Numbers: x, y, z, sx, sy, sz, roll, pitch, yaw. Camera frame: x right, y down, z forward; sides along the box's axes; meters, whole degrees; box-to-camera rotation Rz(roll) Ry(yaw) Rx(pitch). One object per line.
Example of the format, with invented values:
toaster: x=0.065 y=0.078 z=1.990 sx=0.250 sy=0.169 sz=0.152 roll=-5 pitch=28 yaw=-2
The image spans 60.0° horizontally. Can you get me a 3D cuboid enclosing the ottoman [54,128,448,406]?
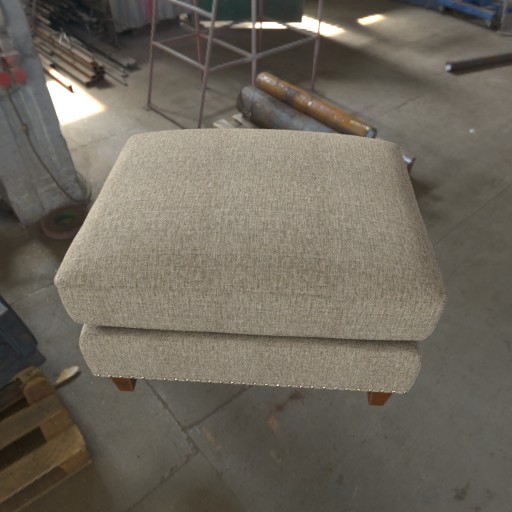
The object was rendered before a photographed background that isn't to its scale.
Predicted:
ottoman: x=0.000 y=0.000 z=1.132 sx=0.741 sy=0.513 sz=0.584 roll=2 pitch=44 yaw=3
